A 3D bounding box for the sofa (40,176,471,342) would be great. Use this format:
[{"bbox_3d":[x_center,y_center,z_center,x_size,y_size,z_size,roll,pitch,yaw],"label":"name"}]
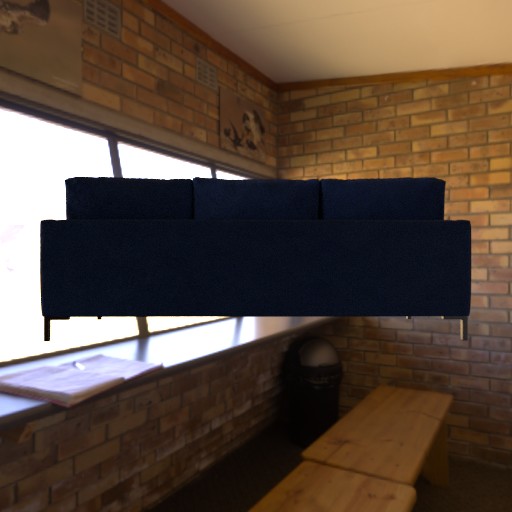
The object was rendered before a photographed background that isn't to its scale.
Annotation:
[{"bbox_3d":[0.000,0.000,2.703,2.252,0.879,0.875,0,0,-1],"label":"sofa"}]
